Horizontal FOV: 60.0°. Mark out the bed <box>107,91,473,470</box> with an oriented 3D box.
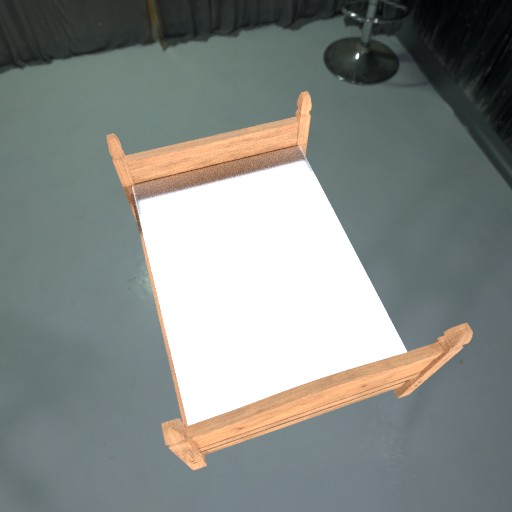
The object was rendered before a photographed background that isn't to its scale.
[{"bbox_3d":[0.000,0.000,2.892,1.490,1.100,2.069,-16,60,-9],"label":"bed"}]
